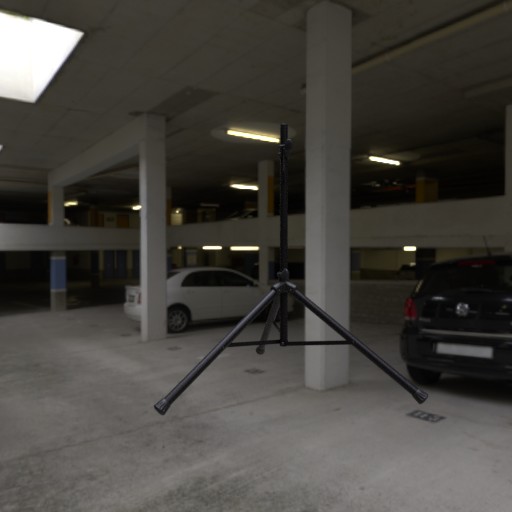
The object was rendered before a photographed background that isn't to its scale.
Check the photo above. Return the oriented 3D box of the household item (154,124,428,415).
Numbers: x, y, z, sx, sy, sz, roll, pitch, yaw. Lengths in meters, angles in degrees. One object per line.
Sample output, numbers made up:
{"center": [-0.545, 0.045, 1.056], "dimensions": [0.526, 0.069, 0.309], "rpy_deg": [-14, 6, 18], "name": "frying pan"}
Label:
{"center": [0.000, 0.000, 1.843], "dimensions": [0.907, 1.136, 1.045], "rpy_deg": [-1, 2, -36], "name": "household item"}
